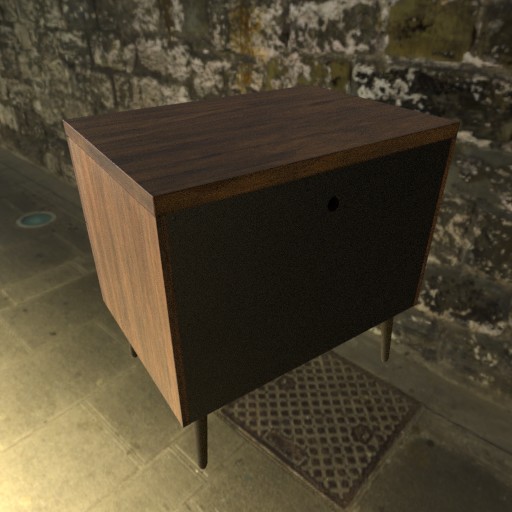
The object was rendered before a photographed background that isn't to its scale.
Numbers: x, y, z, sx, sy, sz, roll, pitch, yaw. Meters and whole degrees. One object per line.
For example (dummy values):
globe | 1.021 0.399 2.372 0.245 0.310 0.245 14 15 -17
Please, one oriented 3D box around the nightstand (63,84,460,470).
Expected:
nightstand | 0.000 0.000 1.001 0.610 0.610 0.458 -19 37 -28
